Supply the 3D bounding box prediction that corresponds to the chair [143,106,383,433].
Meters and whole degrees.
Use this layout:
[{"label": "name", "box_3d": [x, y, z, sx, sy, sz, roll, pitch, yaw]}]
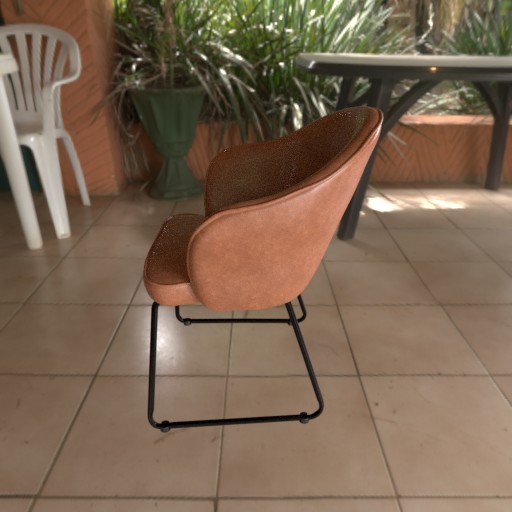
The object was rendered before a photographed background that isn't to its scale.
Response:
[{"label": "chair", "box_3d": [0.000, 0.000, 1.226, 0.580, 0.785, 0.582, -1, 26, -1]}]
